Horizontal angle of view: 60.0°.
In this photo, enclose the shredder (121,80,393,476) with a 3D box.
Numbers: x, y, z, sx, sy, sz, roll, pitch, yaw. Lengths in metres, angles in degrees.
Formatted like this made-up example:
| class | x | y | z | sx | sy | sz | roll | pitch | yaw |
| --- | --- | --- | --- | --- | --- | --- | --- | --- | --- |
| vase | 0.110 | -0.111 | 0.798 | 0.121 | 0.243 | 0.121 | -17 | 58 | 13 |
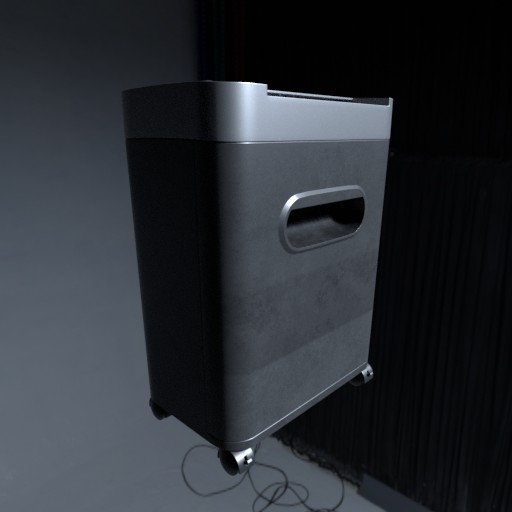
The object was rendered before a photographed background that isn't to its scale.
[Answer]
| class | x | y | z | sx | sy | sz | roll | pitch | yaw |
| --- | --- | --- | --- | --- | --- | --- | --- | --- | --- |
| shredder | 0.000 | 0.000 | 0.606 | 0.237 | 0.419 | 0.311 | 15 | 21 | 42 |
